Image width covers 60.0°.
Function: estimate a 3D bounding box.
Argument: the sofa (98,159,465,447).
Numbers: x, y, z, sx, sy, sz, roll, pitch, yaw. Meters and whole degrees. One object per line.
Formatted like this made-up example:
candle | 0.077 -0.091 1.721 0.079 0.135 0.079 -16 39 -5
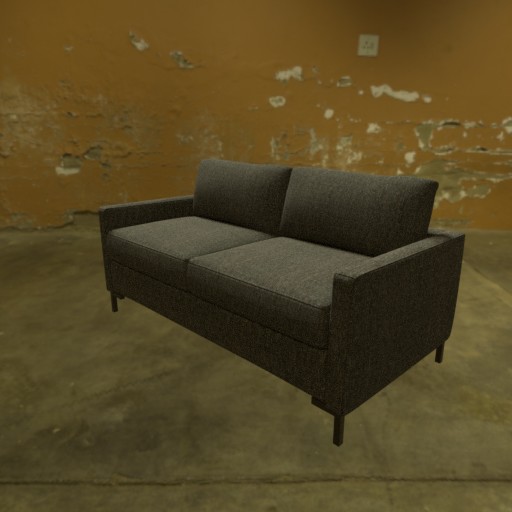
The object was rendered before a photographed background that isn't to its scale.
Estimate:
sofa | 0.000 0.000 2.226 0.866 0.862 1.716 -15 22 -42
